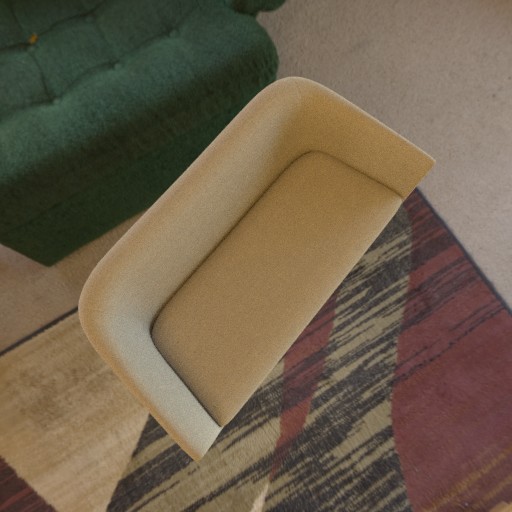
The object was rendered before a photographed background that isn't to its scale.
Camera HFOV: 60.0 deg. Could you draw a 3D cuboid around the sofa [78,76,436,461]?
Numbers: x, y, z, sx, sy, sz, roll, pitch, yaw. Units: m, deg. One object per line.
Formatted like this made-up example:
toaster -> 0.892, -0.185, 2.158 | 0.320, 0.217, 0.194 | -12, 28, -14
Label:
sofa -> 0.000, 0.000, 1.897 | 0.705, 0.721, 1.452 | 39, 79, 9
